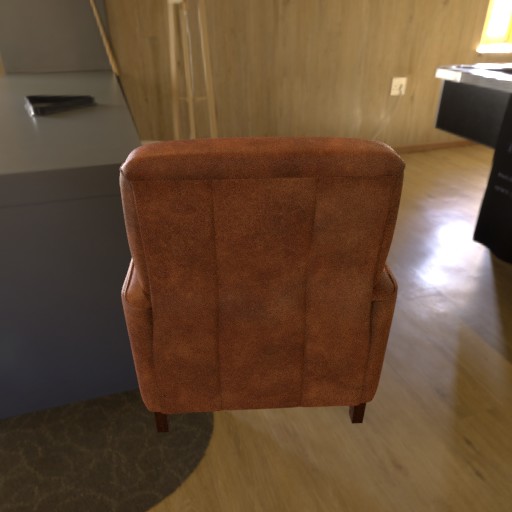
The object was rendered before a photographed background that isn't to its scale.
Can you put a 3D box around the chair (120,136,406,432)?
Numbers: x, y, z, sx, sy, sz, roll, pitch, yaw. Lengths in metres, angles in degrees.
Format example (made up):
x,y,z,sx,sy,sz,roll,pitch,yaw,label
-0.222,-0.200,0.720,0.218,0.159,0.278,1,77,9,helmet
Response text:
x,y,z,sx,sy,sz,roll,pitch,yaw,label
0.000,0.000,1.620,0.843,1.043,0.836,-2,30,-3,chair
